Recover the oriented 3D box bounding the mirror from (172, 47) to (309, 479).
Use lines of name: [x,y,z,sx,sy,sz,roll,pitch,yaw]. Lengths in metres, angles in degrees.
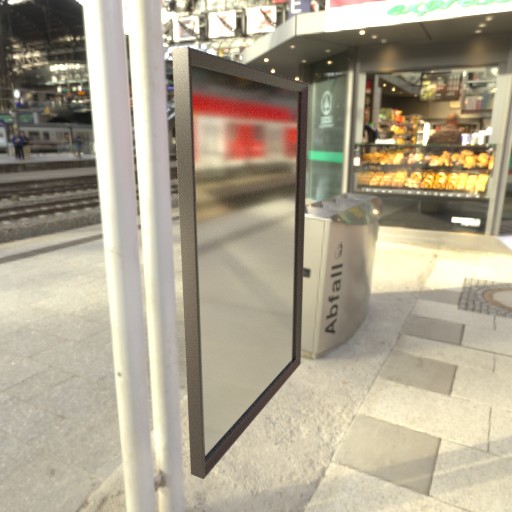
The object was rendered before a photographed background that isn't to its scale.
mirror: [0.000,0.000,1.174,0.041,0.915,0.609,7,16,26]
